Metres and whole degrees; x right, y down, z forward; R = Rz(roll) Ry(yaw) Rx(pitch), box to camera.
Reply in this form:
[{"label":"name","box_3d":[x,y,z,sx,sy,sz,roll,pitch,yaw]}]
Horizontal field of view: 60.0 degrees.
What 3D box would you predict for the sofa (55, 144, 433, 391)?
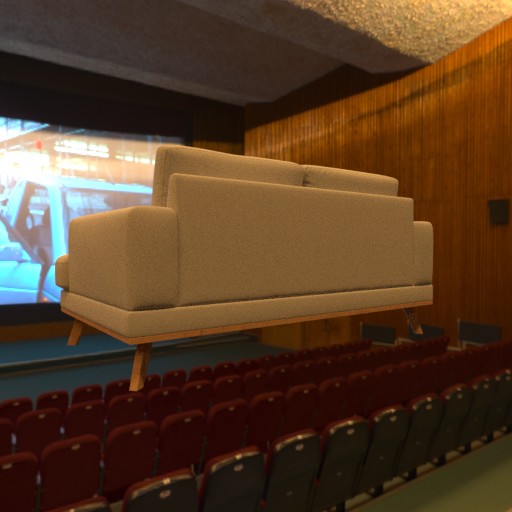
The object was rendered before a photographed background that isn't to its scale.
[{"label":"sofa","box_3d":[0.000,0.000,2.153,1.651,0.810,0.915,-1,2,-36]}]
